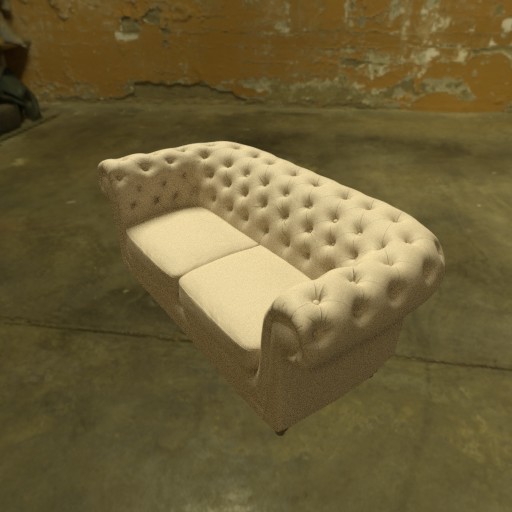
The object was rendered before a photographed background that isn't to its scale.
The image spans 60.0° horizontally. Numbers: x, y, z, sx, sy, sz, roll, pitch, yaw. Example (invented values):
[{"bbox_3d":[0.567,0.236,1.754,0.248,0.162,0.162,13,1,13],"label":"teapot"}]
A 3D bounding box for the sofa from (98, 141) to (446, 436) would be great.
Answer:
[{"bbox_3d":[0.000,0.000,2.509,1.069,0.835,1.988,-21,37,-30],"label":"sofa"}]
